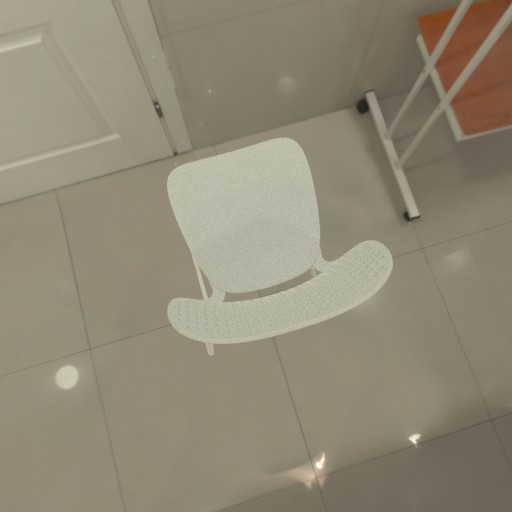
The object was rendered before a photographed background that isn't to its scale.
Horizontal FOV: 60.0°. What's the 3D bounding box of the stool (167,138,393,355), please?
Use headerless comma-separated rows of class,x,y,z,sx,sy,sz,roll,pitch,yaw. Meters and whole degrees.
stool,0.000,0.000,1.355,0.536,1.045,0.535,-17,77,-4
